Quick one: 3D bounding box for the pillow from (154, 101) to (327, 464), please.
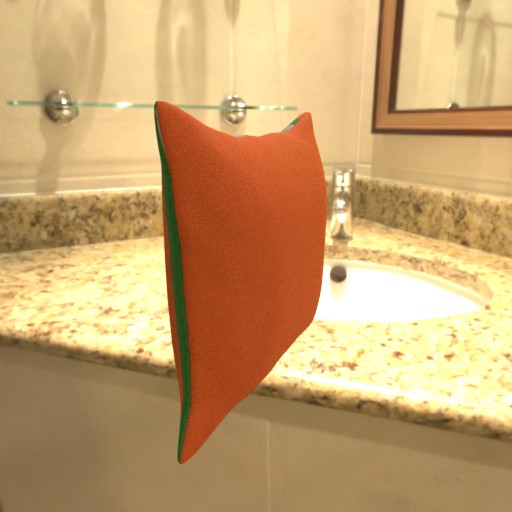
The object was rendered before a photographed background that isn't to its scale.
[{"bbox_3d":[0.000,0.000,0.698,0.169,0.444,0.453,8,18,25],"label":"pillow"}]
